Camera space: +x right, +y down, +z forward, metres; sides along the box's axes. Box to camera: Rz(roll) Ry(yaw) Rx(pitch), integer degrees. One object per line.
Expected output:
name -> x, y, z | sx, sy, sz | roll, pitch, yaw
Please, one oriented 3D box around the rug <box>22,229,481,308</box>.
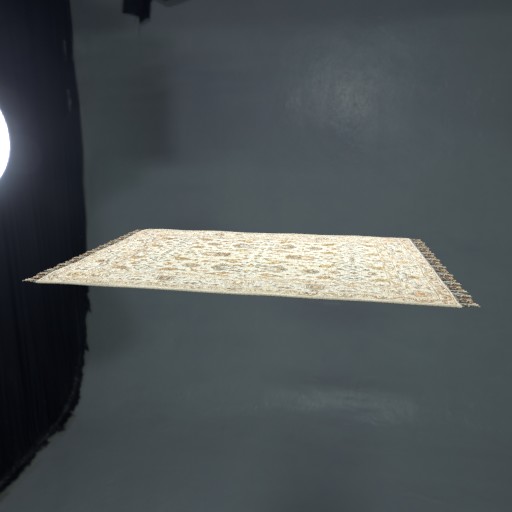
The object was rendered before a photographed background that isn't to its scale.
rug -> 0.000, 0.000, 3.025 | 2.434, 0.027, 1.529 | 2, 15, 9
